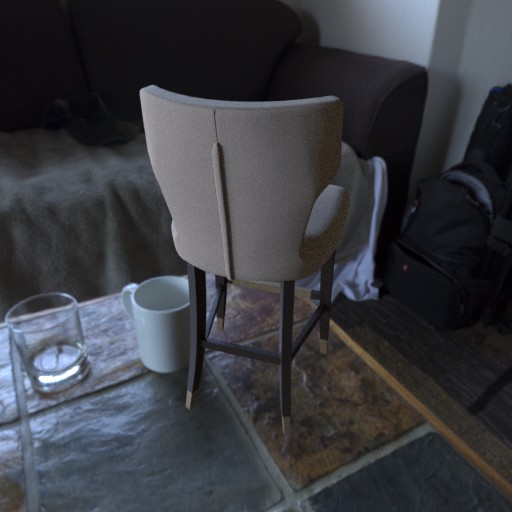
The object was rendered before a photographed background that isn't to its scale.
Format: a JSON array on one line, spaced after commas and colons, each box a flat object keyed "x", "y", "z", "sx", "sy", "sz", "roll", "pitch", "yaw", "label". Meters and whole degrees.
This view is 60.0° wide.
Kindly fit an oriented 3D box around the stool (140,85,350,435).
[{"x": 0.000, "y": 0.000, "z": 1.450, "sx": 0.526, "sy": 1.092, "sz": 0.563, "roll": 9, "pitch": 33, "yaw": 15, "label": "stool"}]
